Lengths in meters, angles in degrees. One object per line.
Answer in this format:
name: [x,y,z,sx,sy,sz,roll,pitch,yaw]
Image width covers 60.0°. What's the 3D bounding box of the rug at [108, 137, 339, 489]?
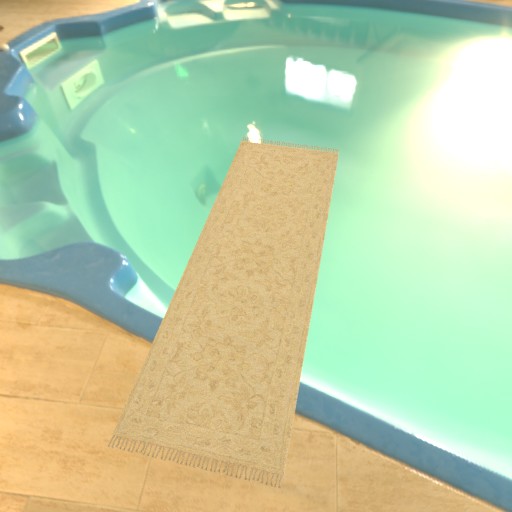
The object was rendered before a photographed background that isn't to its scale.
rug: [0.000,0.000,2.761,0.795,0.015,2.544,9,48,9]
